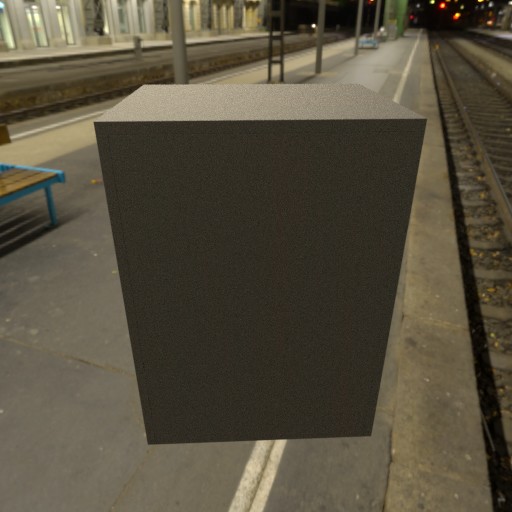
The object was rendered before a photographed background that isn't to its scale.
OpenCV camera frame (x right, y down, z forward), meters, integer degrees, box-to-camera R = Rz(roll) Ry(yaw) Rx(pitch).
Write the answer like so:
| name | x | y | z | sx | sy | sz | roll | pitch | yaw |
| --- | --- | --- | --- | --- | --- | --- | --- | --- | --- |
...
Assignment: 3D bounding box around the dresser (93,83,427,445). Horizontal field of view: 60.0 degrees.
| name | x | y | z | sx | sy | sz | roll | pitch | yaw |
| --- | --- | --- | --- | --- | --- | --- | --- | --- | --- |
| dresser | 0.000 | 0.000 | 0.820 | 0.400 | 0.560 | 0.360 | -1 | 28 | -2 |
